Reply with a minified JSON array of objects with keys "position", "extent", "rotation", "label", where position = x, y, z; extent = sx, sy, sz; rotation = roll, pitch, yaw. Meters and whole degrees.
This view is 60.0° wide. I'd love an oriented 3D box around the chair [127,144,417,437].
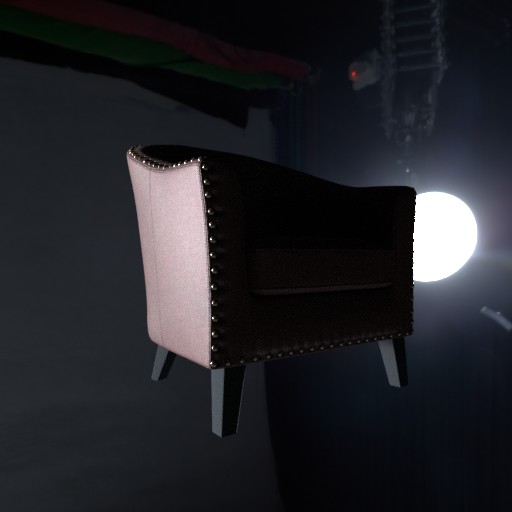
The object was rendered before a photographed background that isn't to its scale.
[{"position":[0.000,0.000,1.464],"extent":[0.794,0.823,0.748],"rotation":[0,0,-36],"label":"chair"}]
